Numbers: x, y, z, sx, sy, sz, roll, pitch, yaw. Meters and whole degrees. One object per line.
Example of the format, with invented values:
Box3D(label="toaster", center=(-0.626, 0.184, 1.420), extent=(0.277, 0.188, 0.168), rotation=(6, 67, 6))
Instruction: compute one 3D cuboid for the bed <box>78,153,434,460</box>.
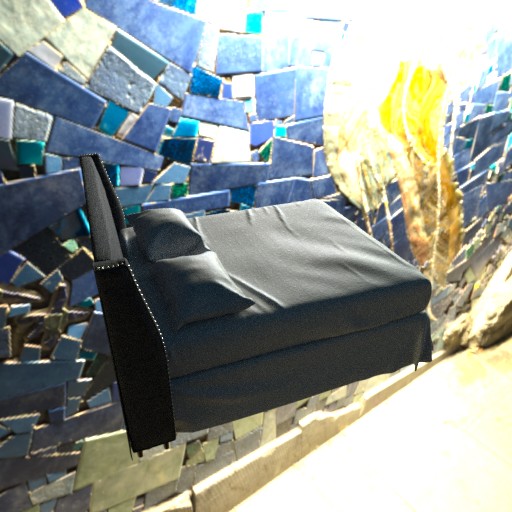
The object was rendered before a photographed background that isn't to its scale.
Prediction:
Box3D(label="bed", center=(0.000, 0.000, 3.368), extent=(2.276, 1.332, 1.925), rotation=(-11, 31, -18))
